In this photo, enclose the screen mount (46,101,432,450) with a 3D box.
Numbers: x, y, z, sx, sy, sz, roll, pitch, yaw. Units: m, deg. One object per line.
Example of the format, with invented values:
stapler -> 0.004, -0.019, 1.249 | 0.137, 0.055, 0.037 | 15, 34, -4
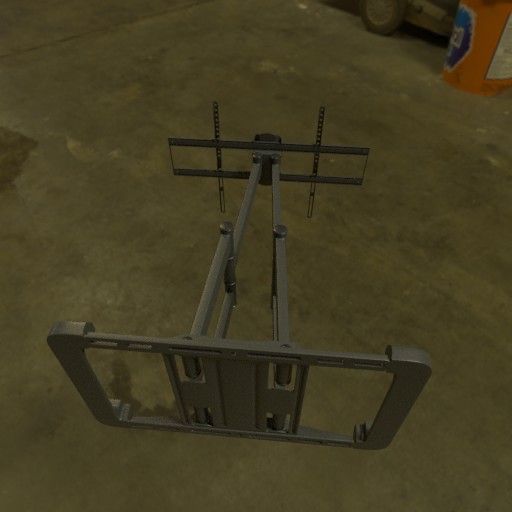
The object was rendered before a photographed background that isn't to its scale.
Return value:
screen mount -> 0.000, 0.000, 1.284 | 0.725, 0.483, 0.905 | 4, 47, 3
